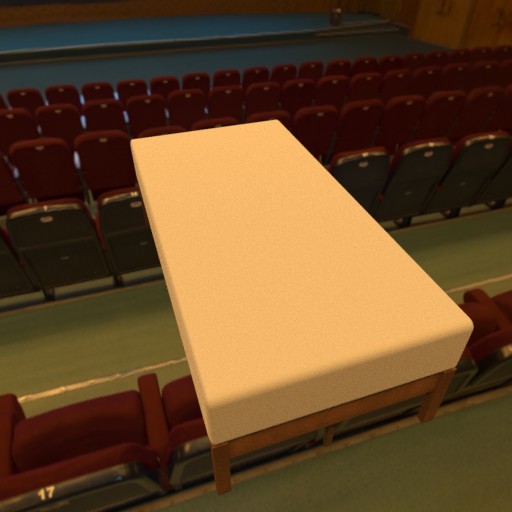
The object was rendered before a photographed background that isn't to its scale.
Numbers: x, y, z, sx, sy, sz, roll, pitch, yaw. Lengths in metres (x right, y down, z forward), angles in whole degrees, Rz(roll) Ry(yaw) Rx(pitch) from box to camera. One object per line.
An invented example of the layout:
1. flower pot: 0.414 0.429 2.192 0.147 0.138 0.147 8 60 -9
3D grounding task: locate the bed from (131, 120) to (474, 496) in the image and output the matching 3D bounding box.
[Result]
1. bed: 0.000 0.000 2.289 0.961 0.616 1.902 -12 41 -15
